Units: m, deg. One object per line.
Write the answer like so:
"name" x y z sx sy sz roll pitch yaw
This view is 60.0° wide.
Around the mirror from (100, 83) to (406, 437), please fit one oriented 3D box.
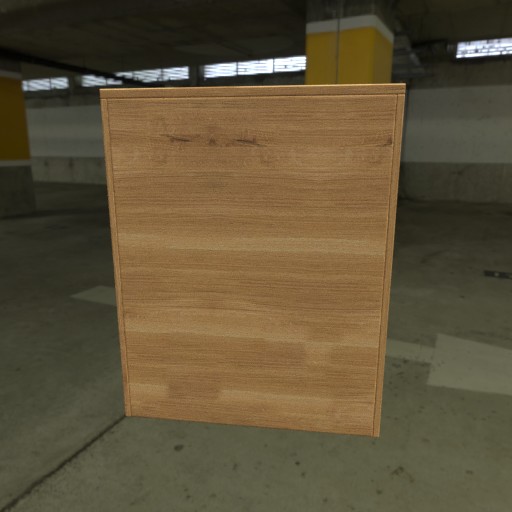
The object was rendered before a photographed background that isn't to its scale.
"mirror" 0.000 0.000 1.456 0.800 1.000 0.400 2 14 8
